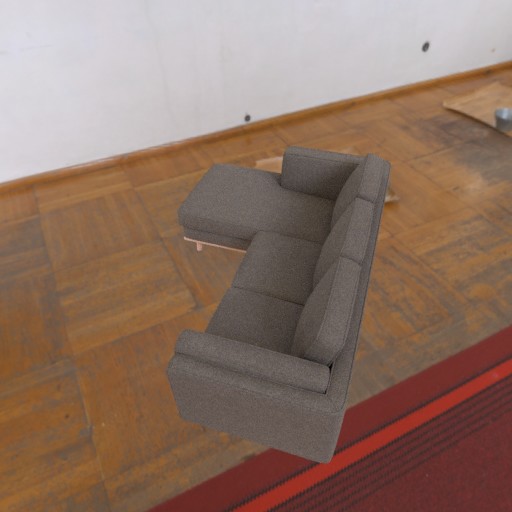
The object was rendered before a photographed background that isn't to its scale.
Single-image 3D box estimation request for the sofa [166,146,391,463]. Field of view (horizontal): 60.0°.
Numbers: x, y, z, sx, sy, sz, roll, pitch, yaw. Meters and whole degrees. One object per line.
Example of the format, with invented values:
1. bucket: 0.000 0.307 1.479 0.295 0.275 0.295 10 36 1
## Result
1. sofa: 0.000 0.000 3.170 1.604 0.929 2.411 12 43 13
